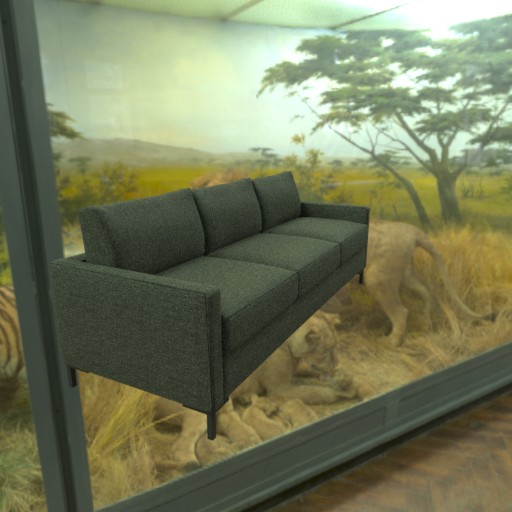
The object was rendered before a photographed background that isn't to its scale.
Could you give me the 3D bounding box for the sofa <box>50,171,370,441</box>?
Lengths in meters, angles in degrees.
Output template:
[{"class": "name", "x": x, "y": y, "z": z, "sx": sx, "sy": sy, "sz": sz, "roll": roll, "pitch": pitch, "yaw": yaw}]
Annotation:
[{"class": "sofa", "x": 0.000, "y": 0.000, "z": 2.728, "sx": 0.876, "sy": 0.879, "sz": 2.253, "roll": 8, "pitch": 17, "yaw": 27}]
